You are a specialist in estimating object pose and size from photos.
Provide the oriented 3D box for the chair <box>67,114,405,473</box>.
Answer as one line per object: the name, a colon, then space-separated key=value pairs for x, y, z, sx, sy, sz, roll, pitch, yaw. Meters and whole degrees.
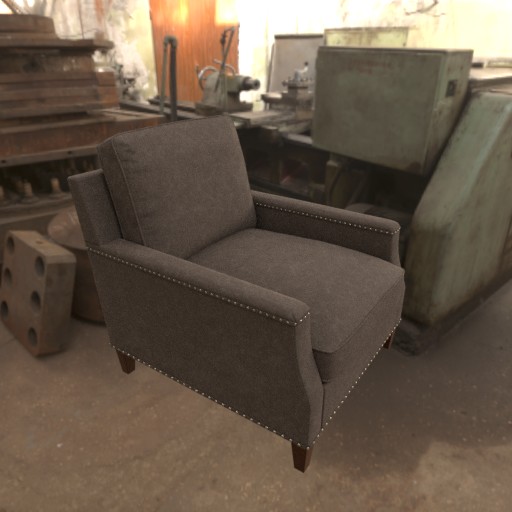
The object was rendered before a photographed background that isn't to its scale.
chair: x=0.000 y=0.000 z=1.717 sx=1.014 sy=0.948 sz=0.853 roll=16 pitch=30 yaw=31
